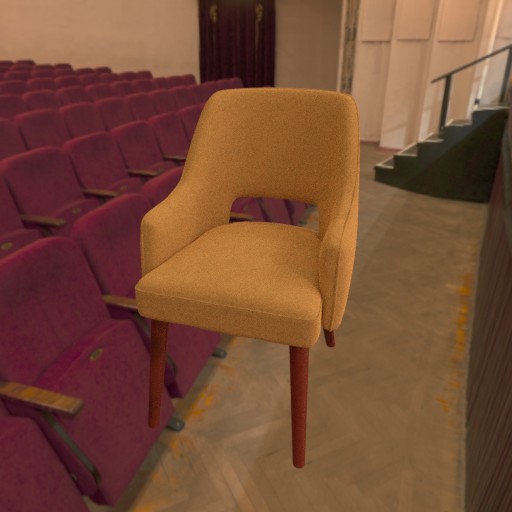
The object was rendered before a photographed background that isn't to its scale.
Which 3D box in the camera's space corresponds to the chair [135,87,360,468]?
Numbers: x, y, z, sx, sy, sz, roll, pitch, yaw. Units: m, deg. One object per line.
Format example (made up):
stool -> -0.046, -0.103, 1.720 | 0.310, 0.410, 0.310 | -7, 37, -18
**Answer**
chair -> 0.000, 0.000, 1.252 | 0.548, 0.849, 0.605 | 8, 26, 16
